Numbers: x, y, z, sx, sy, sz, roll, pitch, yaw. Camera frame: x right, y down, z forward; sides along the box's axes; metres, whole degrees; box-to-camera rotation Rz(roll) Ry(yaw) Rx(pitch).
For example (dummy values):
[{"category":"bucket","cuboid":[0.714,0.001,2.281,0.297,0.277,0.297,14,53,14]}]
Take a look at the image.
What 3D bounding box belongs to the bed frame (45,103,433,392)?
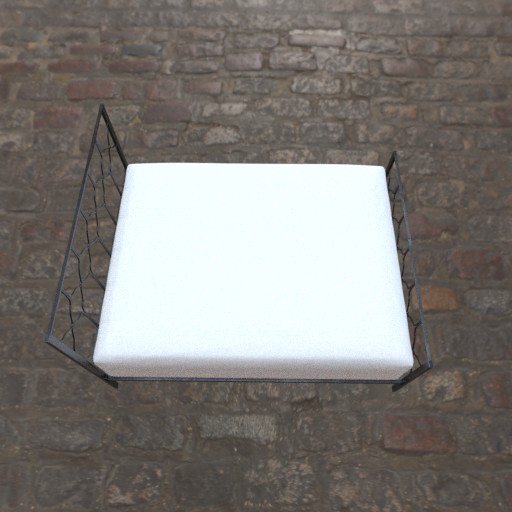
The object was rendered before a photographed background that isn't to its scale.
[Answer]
[{"category":"bed frame","cuboid":[0.000,0.000,3.081,2.063,1.222,1.597,1,63,0]}]
